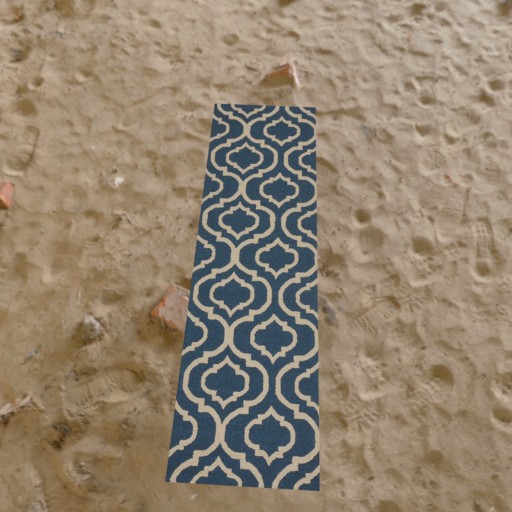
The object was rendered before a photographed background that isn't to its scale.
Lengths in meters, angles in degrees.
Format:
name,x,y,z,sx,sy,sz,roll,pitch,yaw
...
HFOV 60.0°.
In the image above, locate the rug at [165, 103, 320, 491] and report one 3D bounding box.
name,x,y,z,sx,sy,sz,roll,pitch,yaw
rug,0.000,0.000,2.485,0.685,0.006,2.296,3,63,1
